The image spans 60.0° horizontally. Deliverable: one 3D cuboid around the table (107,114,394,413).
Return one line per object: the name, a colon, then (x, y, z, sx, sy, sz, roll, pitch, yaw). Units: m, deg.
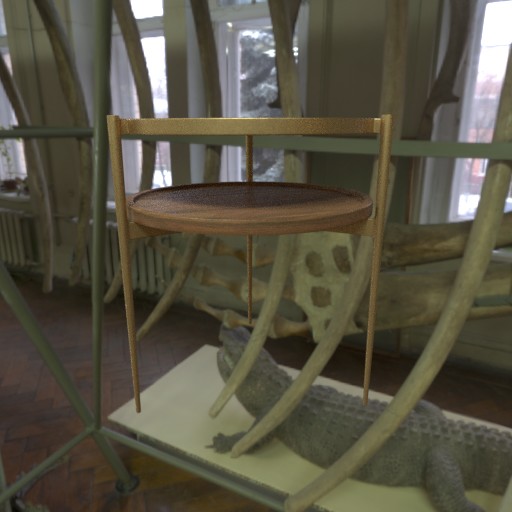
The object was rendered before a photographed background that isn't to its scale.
table: (0.000, 0.000, 0.820, 0.456, 0.493, 0.430, 8, 18, 26)
